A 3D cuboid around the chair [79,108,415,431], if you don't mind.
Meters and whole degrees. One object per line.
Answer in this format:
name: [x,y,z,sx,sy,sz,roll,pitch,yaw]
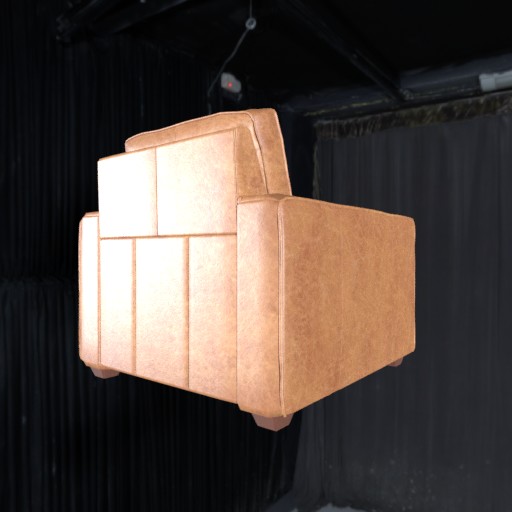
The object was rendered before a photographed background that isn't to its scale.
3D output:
chair: [0.000,0.000,1.753,0.987,0.901,1.027,0,0,35]
